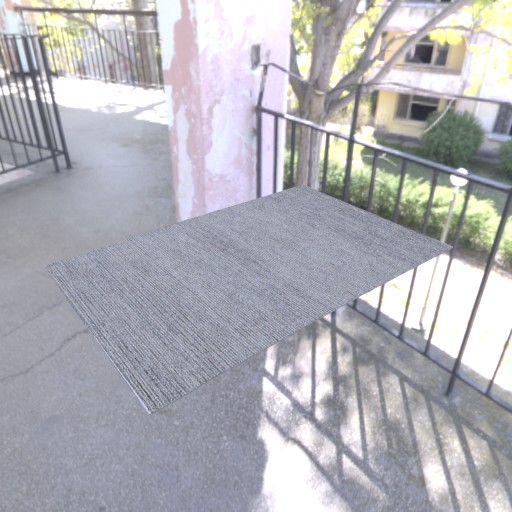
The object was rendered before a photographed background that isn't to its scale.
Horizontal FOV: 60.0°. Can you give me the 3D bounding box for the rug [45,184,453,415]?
[{"bbox_3d":[0.000,0.000,2.296,1.789,0.021,1.159,-22,37,-32],"label":"rug"}]
